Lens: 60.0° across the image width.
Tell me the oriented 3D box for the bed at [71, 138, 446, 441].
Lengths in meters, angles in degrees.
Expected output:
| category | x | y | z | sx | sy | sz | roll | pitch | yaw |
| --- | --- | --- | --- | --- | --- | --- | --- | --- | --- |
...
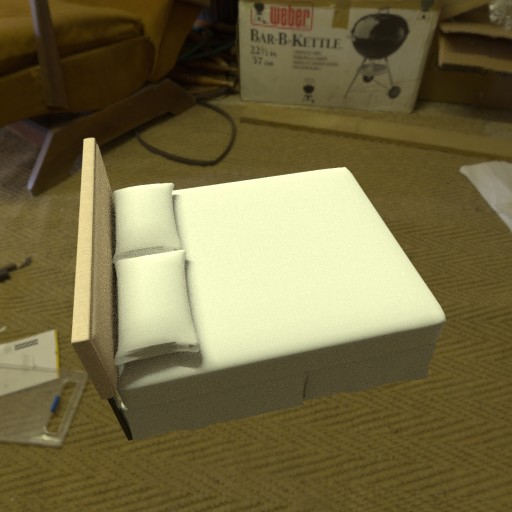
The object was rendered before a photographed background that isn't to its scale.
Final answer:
| category | x | y | z | sx | sy | sz | roll | pitch | yaw |
| --- | --- | --- | --- | --- | --- | --- | --- | --- | --- |
| bed | 0.000 | 0.000 | 2.795 | 1.876 | 1.016 | 1.616 | -10 | 46 | -9 |
